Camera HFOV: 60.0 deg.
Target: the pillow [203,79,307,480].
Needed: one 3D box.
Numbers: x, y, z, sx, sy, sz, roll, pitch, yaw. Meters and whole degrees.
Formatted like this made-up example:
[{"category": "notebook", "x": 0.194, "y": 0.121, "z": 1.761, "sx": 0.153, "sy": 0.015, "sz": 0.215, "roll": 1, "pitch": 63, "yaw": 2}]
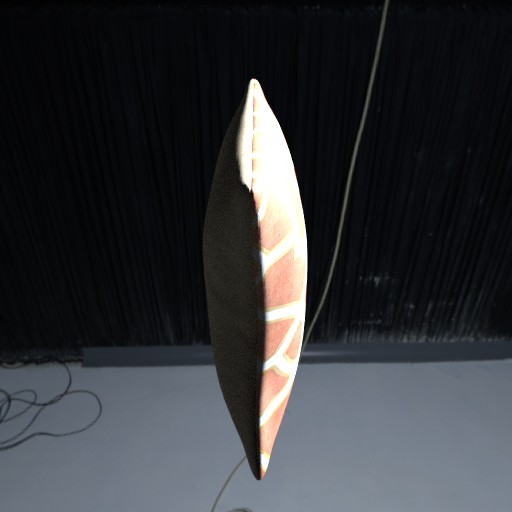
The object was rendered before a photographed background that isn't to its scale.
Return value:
[{"category": "pillow", "x": 0.000, "y": 0.000, "z": 0.807, "sx": 0.166, "sy": 0.508, "sz": 0.552, "roll": 0, "pitch": 32, "yaw": 0}]
